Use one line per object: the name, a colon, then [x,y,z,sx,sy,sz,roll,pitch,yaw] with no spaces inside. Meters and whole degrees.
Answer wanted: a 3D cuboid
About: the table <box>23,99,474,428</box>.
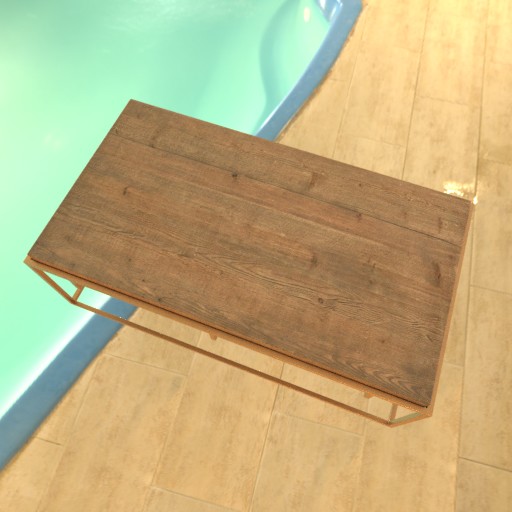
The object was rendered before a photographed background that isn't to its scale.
table: [0.000,0.000,1.722,1.387,0.468,0.775,19,66,9]
